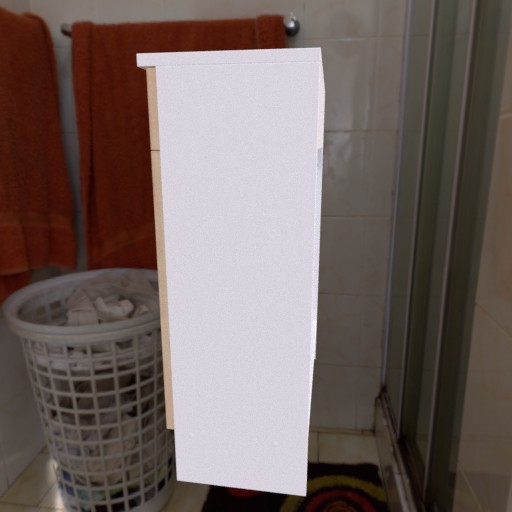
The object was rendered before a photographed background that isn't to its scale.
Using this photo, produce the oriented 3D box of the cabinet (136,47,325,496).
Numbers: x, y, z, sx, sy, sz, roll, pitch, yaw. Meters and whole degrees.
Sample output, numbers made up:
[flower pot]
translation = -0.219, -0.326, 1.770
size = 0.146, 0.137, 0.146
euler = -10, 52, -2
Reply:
[cabinet]
translation = 0.000, 0.000, 1.081
size = 0.296, 0.815, 0.600
euler = 2, 14, 9
